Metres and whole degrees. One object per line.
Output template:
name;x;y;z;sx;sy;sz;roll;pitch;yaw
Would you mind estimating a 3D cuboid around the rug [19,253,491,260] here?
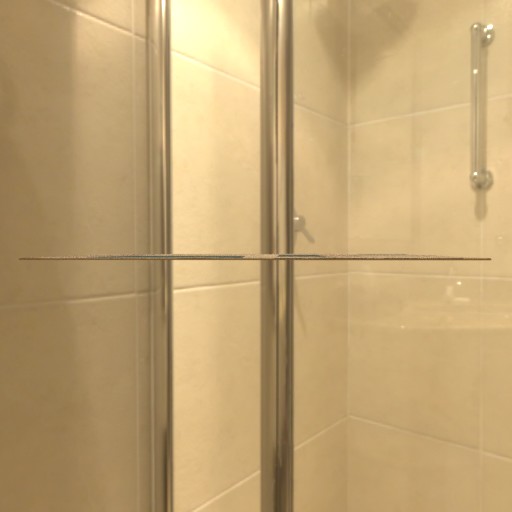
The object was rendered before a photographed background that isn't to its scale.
rug;0.000;0.000;3.030;2.436;0.015;1.521;0;1;2
